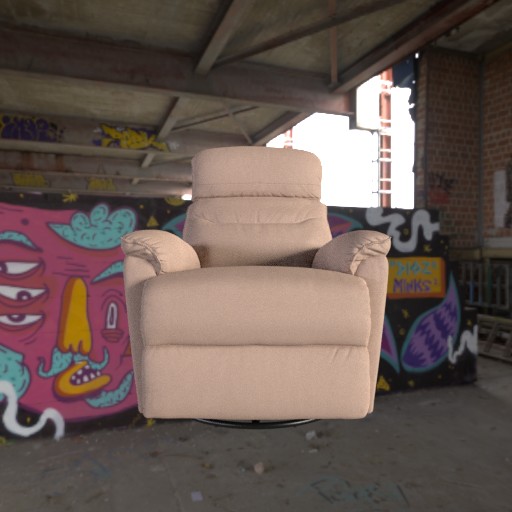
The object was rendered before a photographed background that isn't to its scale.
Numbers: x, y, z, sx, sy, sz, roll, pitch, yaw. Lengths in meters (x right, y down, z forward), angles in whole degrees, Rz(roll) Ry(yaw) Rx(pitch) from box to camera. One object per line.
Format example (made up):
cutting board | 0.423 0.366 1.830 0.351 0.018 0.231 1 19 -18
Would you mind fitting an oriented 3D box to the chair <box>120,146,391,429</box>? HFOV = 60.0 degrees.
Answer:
chair | 0.000 0.000 1.702 0.820 1.037 1.004 0 0 0
